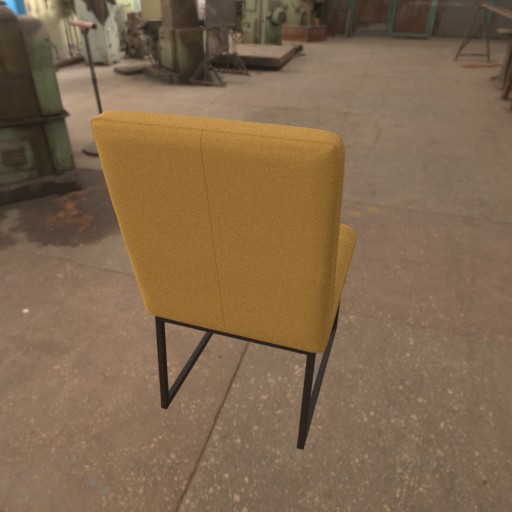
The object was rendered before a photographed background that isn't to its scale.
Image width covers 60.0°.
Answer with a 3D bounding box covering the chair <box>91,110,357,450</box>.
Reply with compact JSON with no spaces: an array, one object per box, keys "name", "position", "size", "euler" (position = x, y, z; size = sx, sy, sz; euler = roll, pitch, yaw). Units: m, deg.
[{"name":"chair","position":[0.000,0.000,1.302],"size":[0.520,0.930,0.634],"euler":[10,34,16]}]
